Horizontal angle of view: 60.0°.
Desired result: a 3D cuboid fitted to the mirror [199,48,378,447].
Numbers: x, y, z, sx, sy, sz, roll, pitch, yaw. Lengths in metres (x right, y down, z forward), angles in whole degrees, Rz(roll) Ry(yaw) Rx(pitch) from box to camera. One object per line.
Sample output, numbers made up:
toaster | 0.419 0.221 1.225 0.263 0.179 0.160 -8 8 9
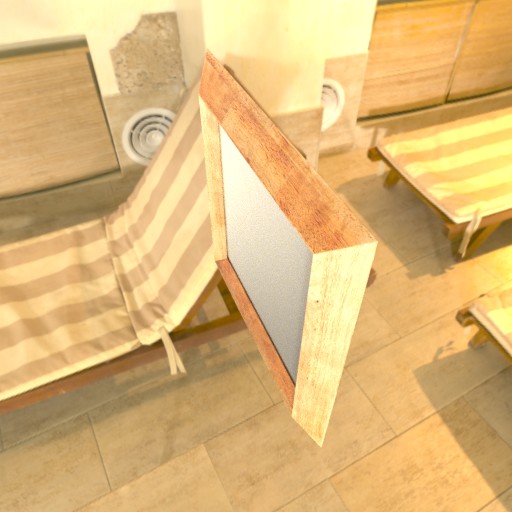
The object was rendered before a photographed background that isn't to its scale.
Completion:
mirror | 0.000 0.000 0.974 0.047 0.651 0.651 -17 48 -16
